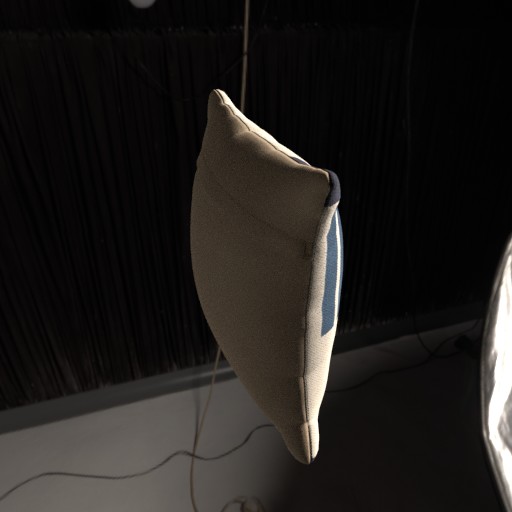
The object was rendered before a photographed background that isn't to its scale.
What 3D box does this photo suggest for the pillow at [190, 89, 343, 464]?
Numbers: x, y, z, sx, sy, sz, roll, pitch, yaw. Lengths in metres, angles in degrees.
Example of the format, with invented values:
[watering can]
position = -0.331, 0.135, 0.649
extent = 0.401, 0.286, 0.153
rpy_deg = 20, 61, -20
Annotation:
[pillow]
position = 0.000, 0.000, 0.817
extent = 0.229, 0.506, 0.536
rpy_deg = -10, 32, -17
